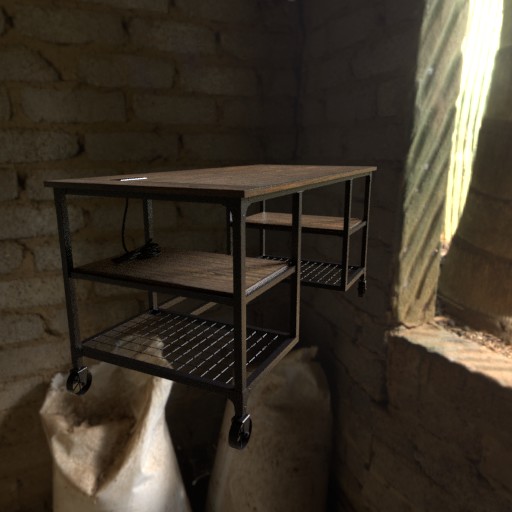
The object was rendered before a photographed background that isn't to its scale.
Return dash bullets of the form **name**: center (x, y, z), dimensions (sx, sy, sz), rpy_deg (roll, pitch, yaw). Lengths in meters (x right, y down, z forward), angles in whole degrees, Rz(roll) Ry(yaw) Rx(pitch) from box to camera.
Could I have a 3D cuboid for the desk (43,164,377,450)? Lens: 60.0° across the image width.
- **desk**: center (0.000, 0.000, 2.001), dimensions (0.711, 0.751, 1.590), rpy_deg (7, 15, 26)
